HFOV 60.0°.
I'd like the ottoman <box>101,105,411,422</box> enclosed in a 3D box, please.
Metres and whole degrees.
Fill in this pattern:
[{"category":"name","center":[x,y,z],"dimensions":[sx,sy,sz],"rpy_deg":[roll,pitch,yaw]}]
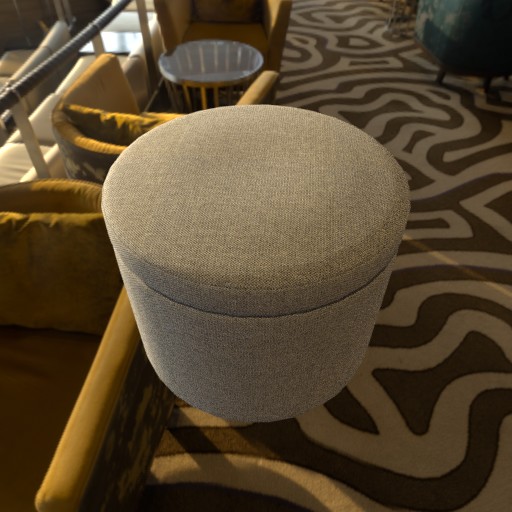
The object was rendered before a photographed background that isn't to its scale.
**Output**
[{"category":"ottoman","center":[0.000,0.000,0.863],"dimensions":[0.500,0.419,0.500],"rpy_deg":[0,45,0]}]
